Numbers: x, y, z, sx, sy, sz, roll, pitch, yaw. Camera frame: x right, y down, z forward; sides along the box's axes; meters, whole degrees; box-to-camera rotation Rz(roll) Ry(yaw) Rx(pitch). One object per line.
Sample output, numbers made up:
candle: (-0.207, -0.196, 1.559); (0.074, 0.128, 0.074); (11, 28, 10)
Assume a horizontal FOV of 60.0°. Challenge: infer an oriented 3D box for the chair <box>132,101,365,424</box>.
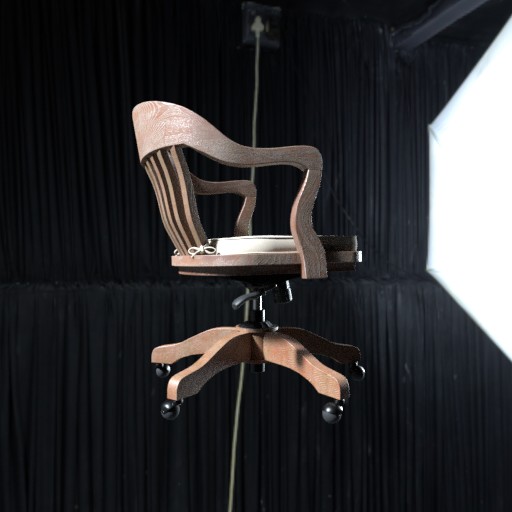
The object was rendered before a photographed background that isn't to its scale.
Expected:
chair: (0.000, 0.000, 1.465); (0.788, 0.878, 0.750); (0, 0, -19)
